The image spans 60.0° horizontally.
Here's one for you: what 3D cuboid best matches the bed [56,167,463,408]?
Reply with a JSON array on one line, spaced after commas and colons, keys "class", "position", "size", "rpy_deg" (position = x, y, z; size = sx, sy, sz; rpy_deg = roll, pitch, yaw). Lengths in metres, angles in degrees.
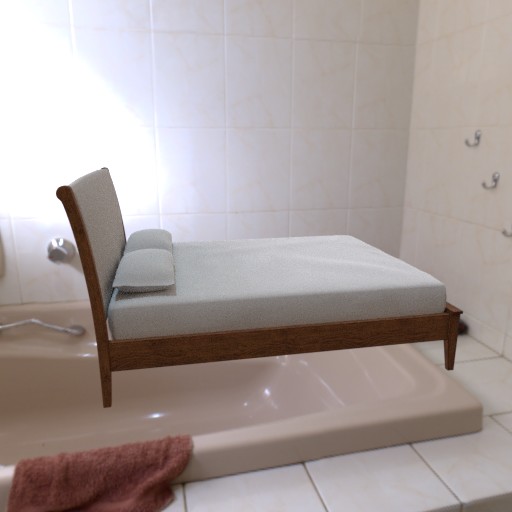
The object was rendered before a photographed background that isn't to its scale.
[{"class": "bed", "position": [0.000, 0.000, 2.990], "size": [2.108, 1.135, 1.502], "rpy_deg": [-3, 15, -11]}]
